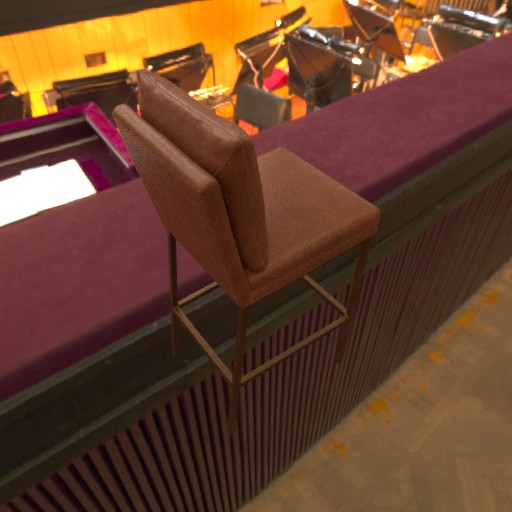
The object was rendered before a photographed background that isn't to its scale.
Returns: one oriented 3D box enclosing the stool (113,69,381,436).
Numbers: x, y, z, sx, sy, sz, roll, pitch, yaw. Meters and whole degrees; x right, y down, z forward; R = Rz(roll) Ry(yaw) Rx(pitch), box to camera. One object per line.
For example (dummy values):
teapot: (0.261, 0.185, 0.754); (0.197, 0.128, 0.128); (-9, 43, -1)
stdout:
stool: (0.000, 0.000, 1.411); (0.571, 1.124, 0.463); (-27, 49, -26)
